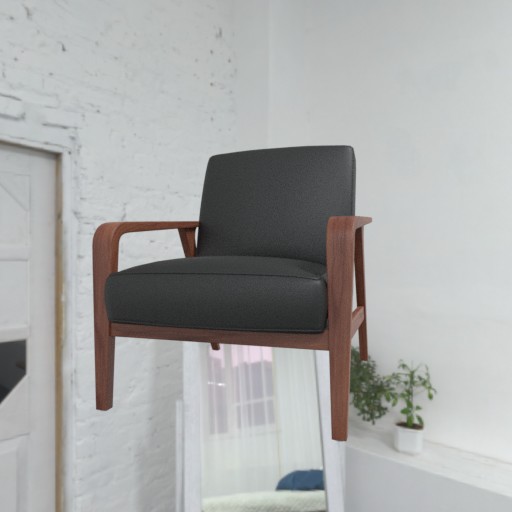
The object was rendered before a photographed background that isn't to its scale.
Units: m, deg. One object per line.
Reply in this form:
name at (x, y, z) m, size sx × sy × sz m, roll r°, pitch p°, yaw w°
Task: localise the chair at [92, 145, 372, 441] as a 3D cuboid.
chair at (0.000, 0.000, 1.500) m, size 0.719 × 0.861 × 0.889 m, roll 0°, pitch 0°, yaw 18°
